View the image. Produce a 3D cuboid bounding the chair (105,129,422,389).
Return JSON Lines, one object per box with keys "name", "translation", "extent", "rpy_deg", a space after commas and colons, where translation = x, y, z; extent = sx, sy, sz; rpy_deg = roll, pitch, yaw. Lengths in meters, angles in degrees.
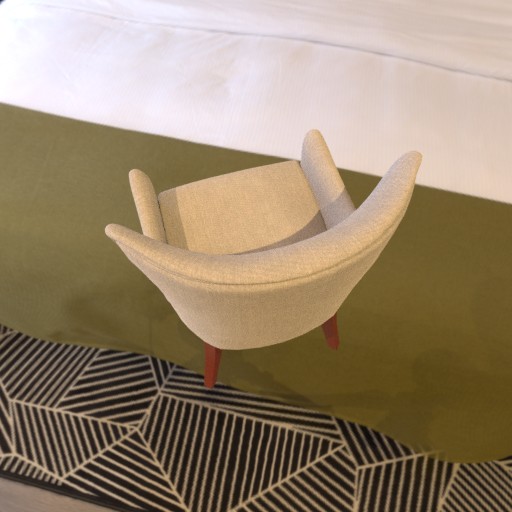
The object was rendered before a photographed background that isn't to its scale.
{"name": "chair", "translation": [0.000, 0.000, 1.424], "extent": [0.732, 0.948, 0.677], "rpy_deg": [-15, 59, -9]}
